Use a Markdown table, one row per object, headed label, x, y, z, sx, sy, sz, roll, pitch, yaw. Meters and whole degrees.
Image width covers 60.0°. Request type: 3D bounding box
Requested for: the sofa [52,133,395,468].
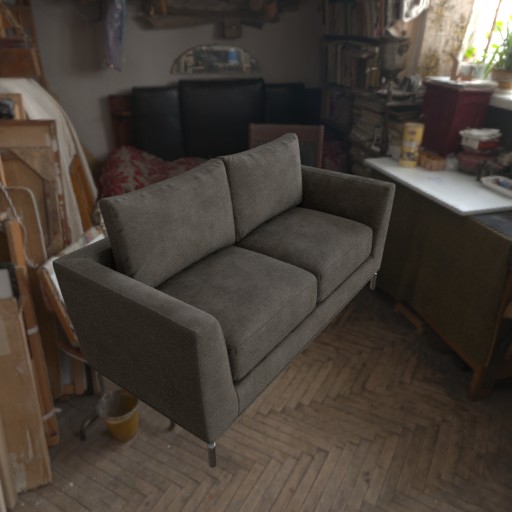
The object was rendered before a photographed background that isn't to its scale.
| label | x | y | z | sx | sy | sz | roll | pitch | yaw |
| --- | --- | --- | --- | --- | --- | --- | --- | --- | --- |
| sofa | 0.000 | 0.000 | 2.425 | 0.855 | 1.013 | 1.832 | 19 | 34 | 31 |
